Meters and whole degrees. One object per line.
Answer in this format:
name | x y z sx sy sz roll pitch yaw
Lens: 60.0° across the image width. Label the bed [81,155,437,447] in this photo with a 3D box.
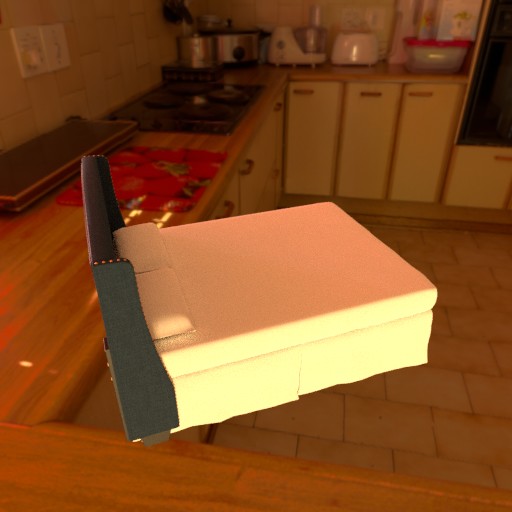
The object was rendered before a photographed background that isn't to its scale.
bed | 0.000 0.000 3.254 2.223 1.402 1.604 -11 33 -17
